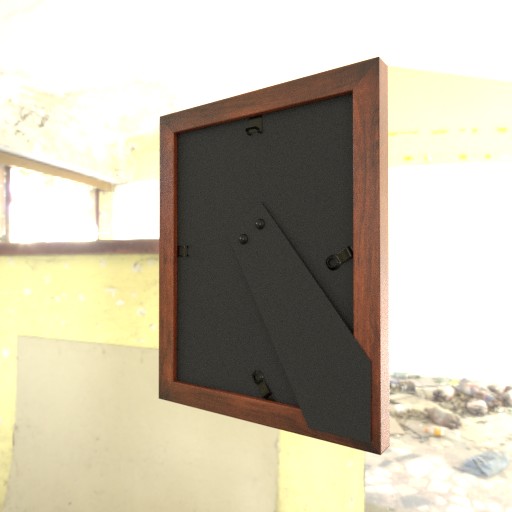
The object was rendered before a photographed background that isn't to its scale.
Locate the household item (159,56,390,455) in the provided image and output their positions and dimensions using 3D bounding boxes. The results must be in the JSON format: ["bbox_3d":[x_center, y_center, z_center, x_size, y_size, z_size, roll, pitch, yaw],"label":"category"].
[{"bbox_3d":[0.000,0.000,0.341,0.200,0.250,0.020,-1,-1,35],"label":"household item"}]
